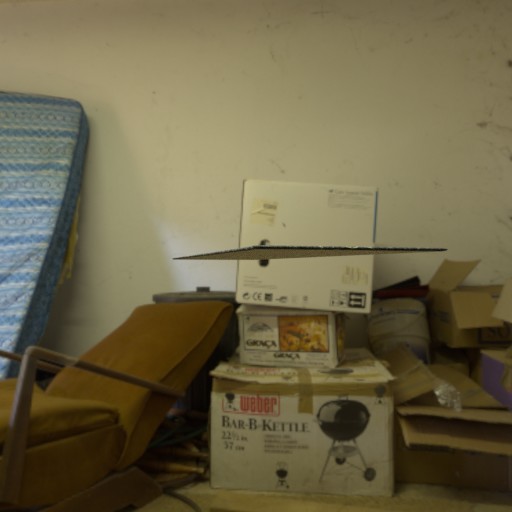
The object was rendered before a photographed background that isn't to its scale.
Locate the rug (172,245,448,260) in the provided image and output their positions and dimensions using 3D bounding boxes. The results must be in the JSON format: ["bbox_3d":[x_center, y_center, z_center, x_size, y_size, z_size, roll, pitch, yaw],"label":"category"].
[{"bbox_3d":[0.000,0.000,2.547,0.719,0.013,2.306,0,-1,-17],"label":"rug"}]
